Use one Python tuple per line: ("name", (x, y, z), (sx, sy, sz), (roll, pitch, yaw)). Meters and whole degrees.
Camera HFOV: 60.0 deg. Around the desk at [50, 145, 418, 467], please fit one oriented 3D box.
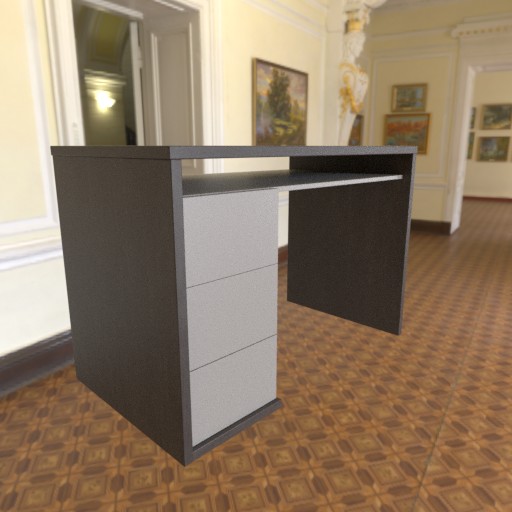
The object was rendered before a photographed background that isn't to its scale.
("desk", (0.000, 0.000, 1.555), (0.600, 0.750, 1.100), (13, 19, 43))
